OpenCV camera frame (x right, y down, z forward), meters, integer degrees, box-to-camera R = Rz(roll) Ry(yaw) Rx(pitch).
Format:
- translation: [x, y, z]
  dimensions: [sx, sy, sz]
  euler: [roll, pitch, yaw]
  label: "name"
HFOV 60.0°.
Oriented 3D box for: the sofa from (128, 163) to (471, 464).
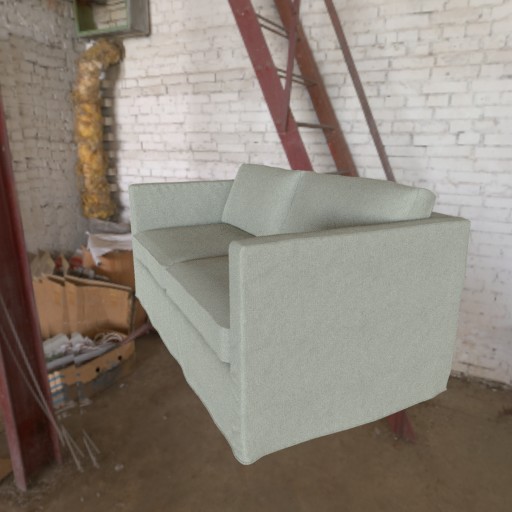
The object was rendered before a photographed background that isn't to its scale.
- translation: [0.000, 0.000, 2.215]
  dimensions: [0.944, 0.830, 1.727]
  euler: [-7, 17, -25]
  label: "sofa"
